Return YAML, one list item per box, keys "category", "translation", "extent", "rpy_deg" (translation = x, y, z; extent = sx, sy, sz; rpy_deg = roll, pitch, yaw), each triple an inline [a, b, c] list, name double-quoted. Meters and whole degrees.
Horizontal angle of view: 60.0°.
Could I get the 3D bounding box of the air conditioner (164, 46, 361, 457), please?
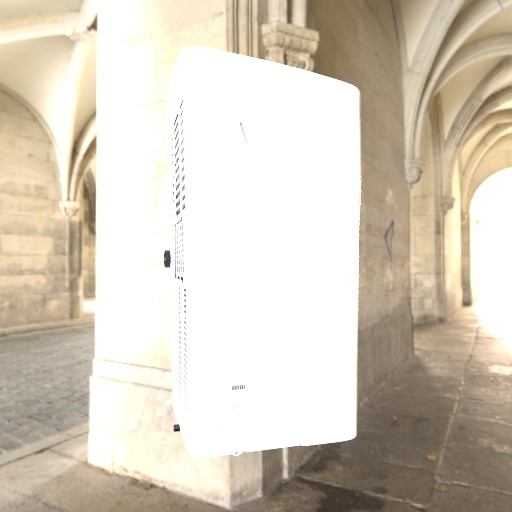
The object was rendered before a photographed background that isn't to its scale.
- category: "air conditioner"
  translation: [0.000, 0.000, 0.939]
  extent: [0.369, 0.716, 0.352]
  rpy_deg: [0, -1, -16]
